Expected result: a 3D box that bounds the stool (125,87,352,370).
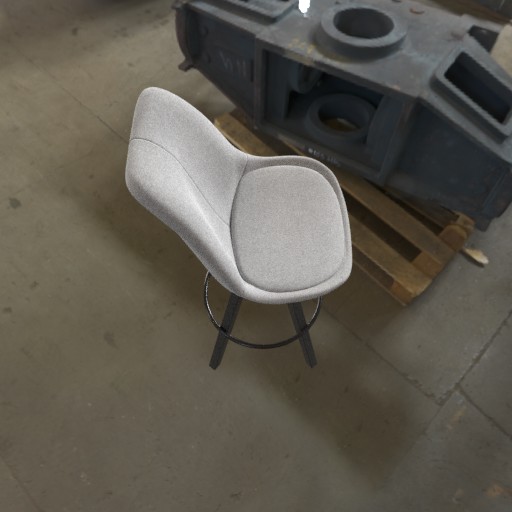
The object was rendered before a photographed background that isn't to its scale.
[{"bbox_3d":[0.000,0.000,1.429,0.550,1.115,0.485,-1,62,0],"label":"stool"}]
